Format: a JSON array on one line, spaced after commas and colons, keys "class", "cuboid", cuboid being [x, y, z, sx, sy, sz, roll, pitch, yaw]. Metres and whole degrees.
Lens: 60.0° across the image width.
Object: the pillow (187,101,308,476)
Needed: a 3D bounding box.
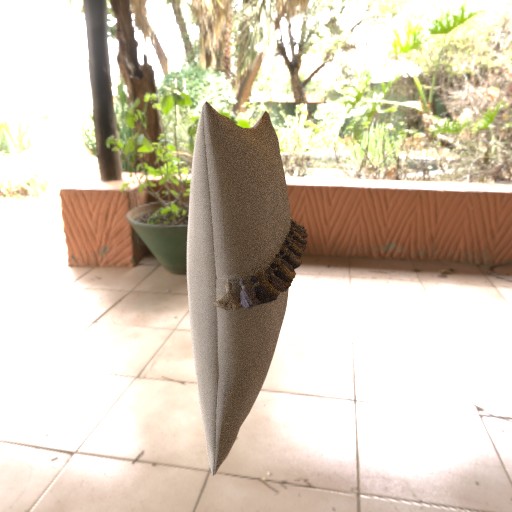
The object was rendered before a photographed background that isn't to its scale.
[{"class": "pillow", "cuboid": [0.000, 0.000, 0.755, 0.165, 0.481, 0.489, 3, 17, 9]}]
